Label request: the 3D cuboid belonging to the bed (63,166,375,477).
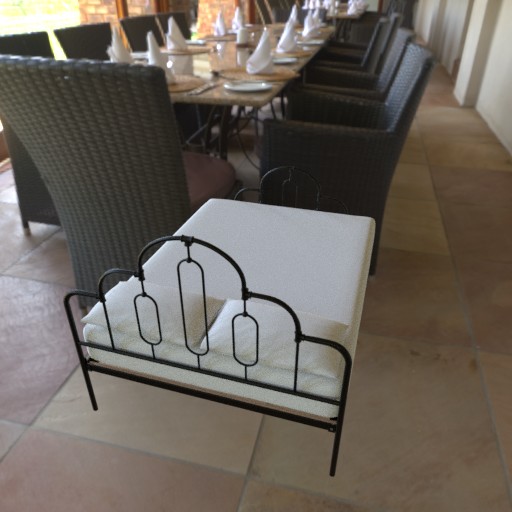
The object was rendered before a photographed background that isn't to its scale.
[{"bbox_3d":[0.000,0.000,3.277,1.626,1.444,2.181,9,32,15],"label":"bed"}]
